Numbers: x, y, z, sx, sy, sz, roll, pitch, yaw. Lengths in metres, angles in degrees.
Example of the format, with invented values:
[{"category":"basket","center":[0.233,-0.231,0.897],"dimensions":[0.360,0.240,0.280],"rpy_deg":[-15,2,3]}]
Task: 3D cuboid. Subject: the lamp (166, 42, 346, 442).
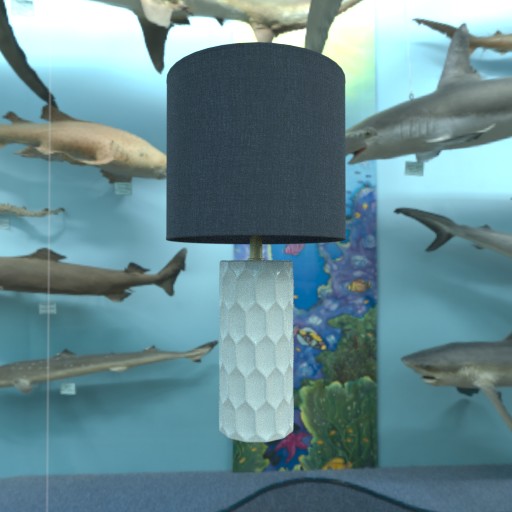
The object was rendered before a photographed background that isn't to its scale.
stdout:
[{"category":"lamp","center":[0.000,0.000,0.693],"dimensions":[0.277,0.537,0.277],"rpy_deg":[0,-1,0]}]
